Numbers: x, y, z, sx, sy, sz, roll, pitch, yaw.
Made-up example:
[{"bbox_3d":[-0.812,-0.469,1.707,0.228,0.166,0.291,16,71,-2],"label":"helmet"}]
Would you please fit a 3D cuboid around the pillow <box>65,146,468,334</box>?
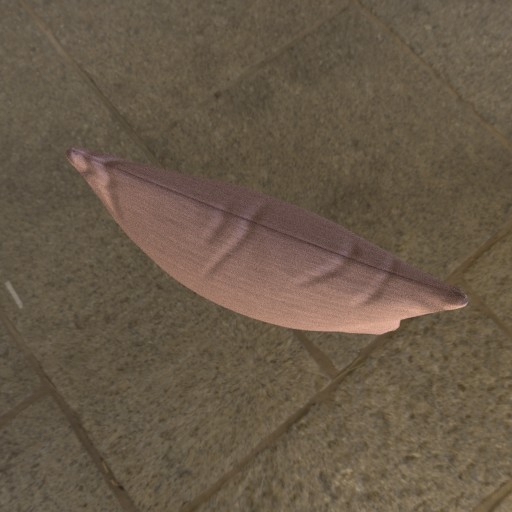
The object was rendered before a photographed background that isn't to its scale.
[{"bbox_3d":[0.000,0.000,0.800,0.633,0.338,0.210,21,76,5],"label":"pillow"}]
